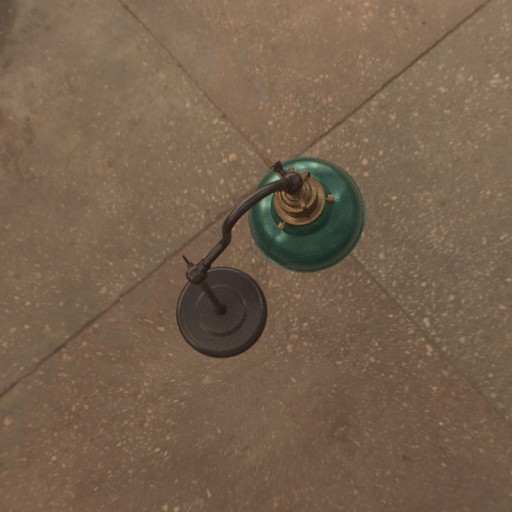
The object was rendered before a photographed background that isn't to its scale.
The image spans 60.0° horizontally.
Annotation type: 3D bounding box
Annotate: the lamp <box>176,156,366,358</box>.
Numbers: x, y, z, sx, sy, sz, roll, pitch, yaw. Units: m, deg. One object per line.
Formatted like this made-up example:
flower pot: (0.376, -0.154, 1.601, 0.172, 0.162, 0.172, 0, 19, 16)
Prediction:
lamp: (0.000, 0.000, 0.699, 0.374, 0.508, 0.192, -37, 79, -9)
